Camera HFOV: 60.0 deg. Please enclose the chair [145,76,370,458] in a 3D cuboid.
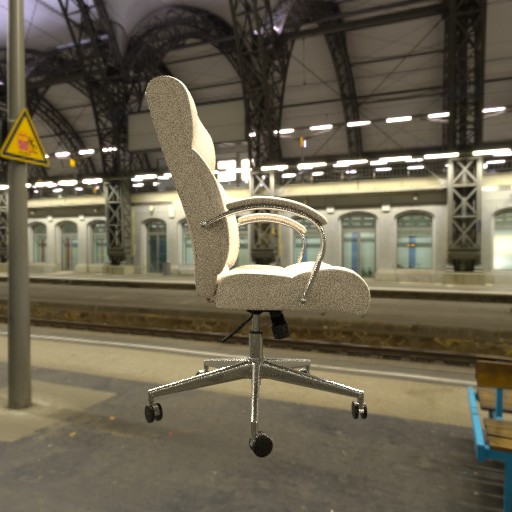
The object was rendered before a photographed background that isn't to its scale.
[{"bbox_3d":[0.000,0.000,1.566,0.745,1.099,0.727,0,1,1],"label":"chair"}]
